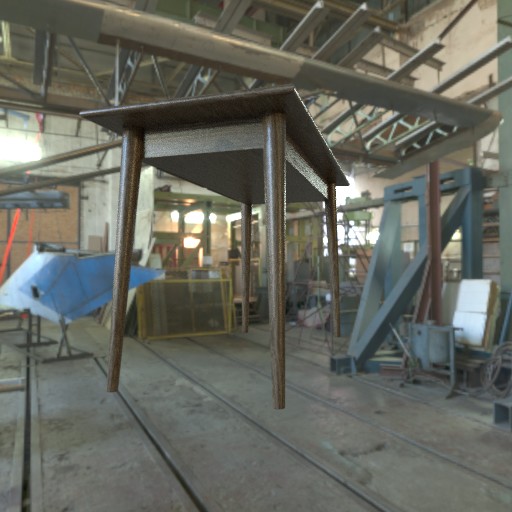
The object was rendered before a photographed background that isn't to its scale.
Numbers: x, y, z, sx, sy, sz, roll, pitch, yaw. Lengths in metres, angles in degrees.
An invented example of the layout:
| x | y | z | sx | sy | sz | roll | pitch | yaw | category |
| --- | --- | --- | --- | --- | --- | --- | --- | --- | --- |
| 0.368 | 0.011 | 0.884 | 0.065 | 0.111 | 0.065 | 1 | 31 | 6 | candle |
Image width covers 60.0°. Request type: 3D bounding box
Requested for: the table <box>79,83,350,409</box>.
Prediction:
| x | y | z | sx | sy | sz | roll | pitch | yaw | category |
| --- | --- | --- | --- | --- | --- | --- | --- | --- | --- |
| 0.000 | 0.000 | 1.731 | 0.599 | 0.780 | 1.300 | 0 | -1 | 18 | table |
